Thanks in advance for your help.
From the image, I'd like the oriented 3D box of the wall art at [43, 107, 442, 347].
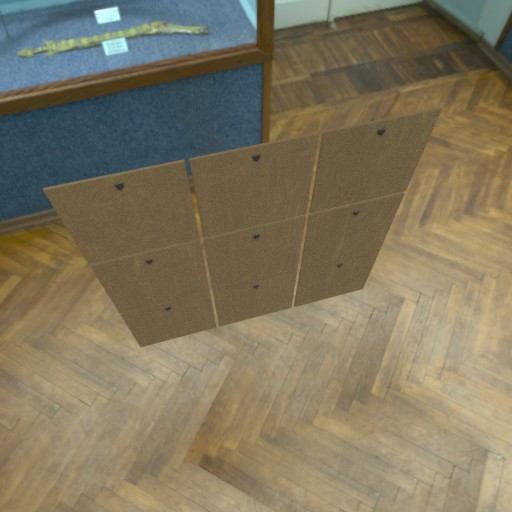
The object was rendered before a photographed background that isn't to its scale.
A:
[{"bbox_3d":[0.000,0.000,2.284,1.526,1.522,0.023,-14,59,-8],"label":"wall art"}]
